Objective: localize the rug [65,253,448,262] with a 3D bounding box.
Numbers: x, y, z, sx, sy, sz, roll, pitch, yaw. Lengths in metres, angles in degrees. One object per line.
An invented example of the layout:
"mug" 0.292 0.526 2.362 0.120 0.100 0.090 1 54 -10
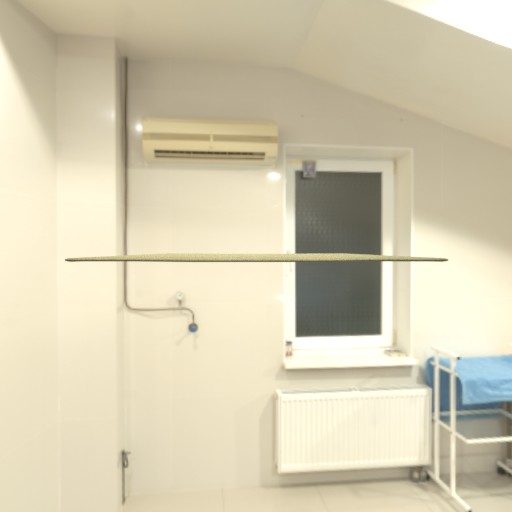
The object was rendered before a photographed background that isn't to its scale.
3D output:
"rug" 0.000 0.000 2.984 1.606 0.017 2.270 0 1 0
